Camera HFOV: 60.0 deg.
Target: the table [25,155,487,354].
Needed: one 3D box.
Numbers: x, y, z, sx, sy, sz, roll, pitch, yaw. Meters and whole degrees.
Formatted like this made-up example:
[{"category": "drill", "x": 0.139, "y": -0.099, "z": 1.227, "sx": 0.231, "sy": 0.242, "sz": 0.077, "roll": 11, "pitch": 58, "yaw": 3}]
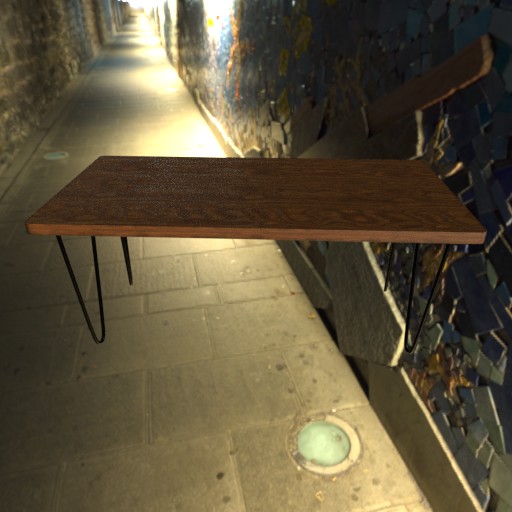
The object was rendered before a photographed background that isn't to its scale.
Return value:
[{"category": "table", "x": 0.000, "y": 0.000, "z": 2.267, "sx": 1.791, "sy": 0.753, "sz": 0.883, "roll": 1, "pitch": 30, "yaw": 2}]
